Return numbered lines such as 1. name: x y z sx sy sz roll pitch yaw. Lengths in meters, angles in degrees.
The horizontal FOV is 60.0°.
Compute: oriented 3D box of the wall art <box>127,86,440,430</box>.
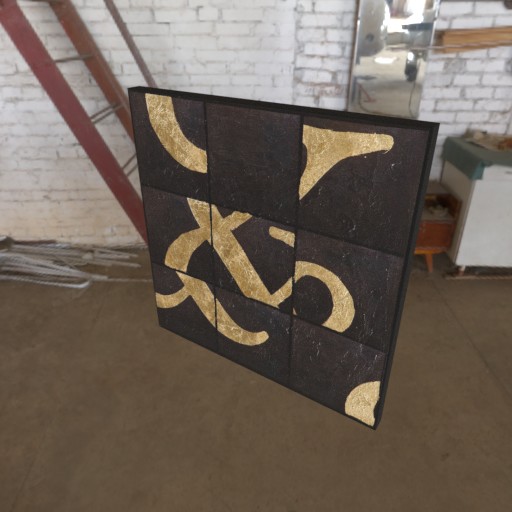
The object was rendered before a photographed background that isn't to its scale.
1. wall art: 0.000 0.000 1.138 0.758 0.758 0.044 18 34 29
